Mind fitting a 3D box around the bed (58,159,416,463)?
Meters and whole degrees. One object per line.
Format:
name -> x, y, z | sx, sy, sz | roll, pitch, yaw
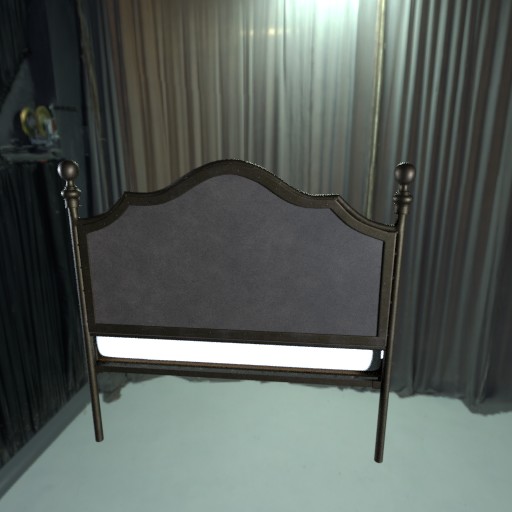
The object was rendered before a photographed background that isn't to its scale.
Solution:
bed -> 0.000, 0.000, 3.071 | 1.533, 1.462, 2.170 | 2, 16, 6
